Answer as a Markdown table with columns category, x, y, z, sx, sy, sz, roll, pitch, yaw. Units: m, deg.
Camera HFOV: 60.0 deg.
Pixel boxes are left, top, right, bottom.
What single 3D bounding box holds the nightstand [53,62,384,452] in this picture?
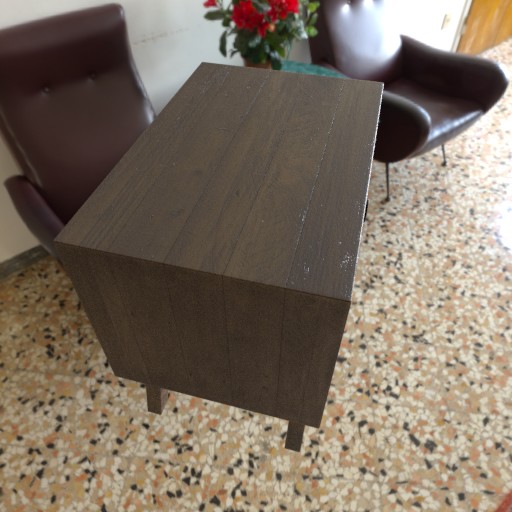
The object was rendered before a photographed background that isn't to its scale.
| category | x | y | z | sx | sy | sz | roll | pitch | yaw |
| --- | --- | --- | --- | --- | --- | --- | --- | --- | --- |
| nightstand | 0.000 | 0.000 | 1.044 | 0.450 | 0.599 | 0.650 | 11 | 47 | 10 |
